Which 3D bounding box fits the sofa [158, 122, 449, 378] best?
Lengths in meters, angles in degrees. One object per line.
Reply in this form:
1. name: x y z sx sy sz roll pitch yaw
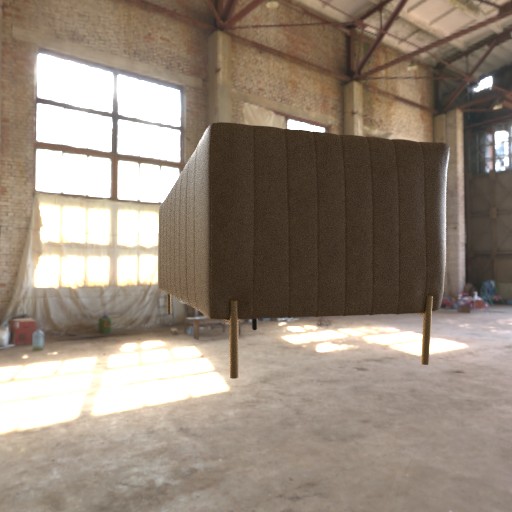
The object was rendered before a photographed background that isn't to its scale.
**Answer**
1. sofa: 0.000 0.000 2.336 0.876 0.779 1.980 0 -2 -17
